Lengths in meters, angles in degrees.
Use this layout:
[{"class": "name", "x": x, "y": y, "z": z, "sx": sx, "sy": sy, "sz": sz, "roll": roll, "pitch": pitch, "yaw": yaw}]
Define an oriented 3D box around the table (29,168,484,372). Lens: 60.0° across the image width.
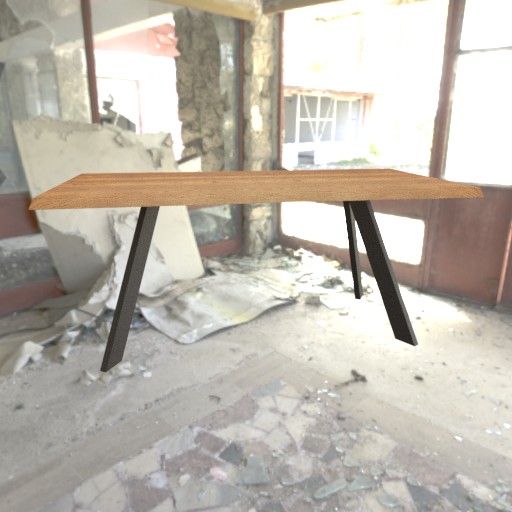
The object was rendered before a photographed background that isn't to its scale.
[{"class": "table", "x": 0.000, "y": 0.000, "z": 2.249, "sx": 1.800, "sy": 0.770, "sz": 0.900, "roll": -3, "pitch": 17, "yaw": -9}]
